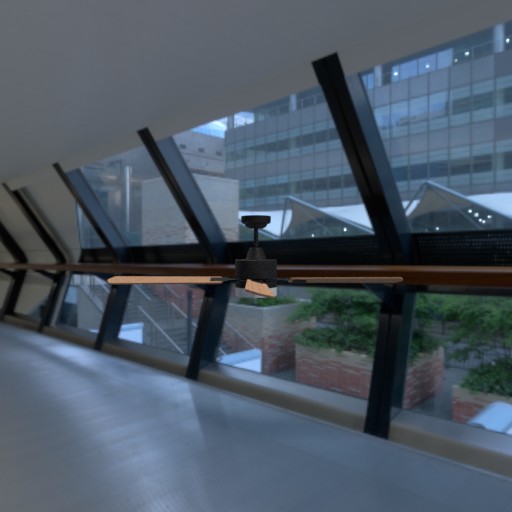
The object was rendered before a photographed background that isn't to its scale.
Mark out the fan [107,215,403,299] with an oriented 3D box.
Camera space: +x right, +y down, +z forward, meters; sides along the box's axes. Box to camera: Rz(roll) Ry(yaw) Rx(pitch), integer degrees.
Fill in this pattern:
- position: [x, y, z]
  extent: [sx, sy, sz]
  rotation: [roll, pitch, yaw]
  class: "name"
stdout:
- position: [0.000, 0.000, 1.986]
  extent: [1.320, 0.355, 1.320]
  rotation: [0, 1, -1]
  class: "fan"
